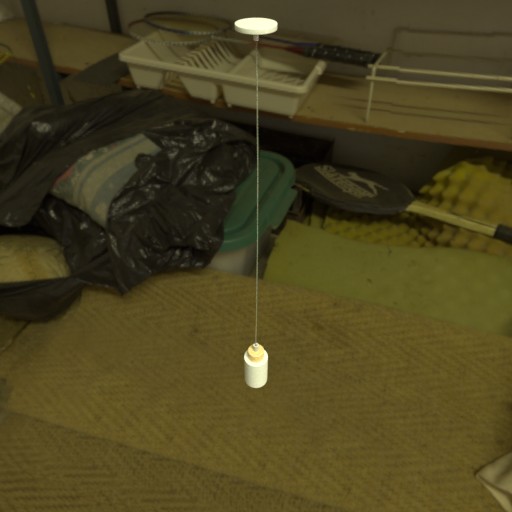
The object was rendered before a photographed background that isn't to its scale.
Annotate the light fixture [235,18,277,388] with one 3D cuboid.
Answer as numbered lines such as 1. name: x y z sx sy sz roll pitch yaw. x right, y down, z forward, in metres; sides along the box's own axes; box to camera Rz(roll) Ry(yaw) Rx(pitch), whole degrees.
1. light fixture: 0.000 0.000 1.880 0.125 1.798 0.125 -1 41 -1
